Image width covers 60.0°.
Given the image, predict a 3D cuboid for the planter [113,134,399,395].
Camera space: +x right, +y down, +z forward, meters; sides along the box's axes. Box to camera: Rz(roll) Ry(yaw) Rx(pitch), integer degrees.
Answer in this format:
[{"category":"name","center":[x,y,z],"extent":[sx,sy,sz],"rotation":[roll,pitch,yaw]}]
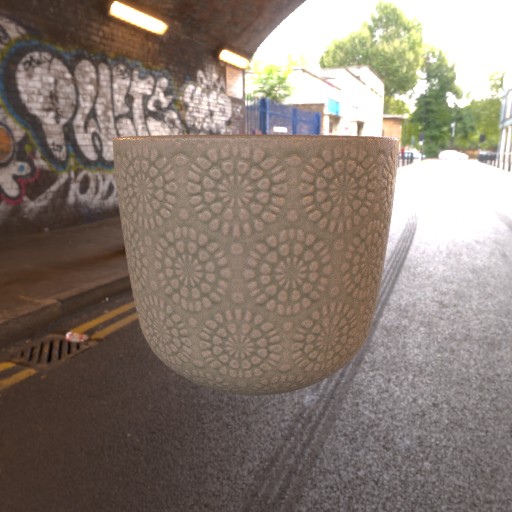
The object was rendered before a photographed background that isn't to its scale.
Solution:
[{"category":"planter","center":[0.000,0.000,0.213],"extent":[0.124,0.109,0.124],"rotation":[0,14,0]}]
